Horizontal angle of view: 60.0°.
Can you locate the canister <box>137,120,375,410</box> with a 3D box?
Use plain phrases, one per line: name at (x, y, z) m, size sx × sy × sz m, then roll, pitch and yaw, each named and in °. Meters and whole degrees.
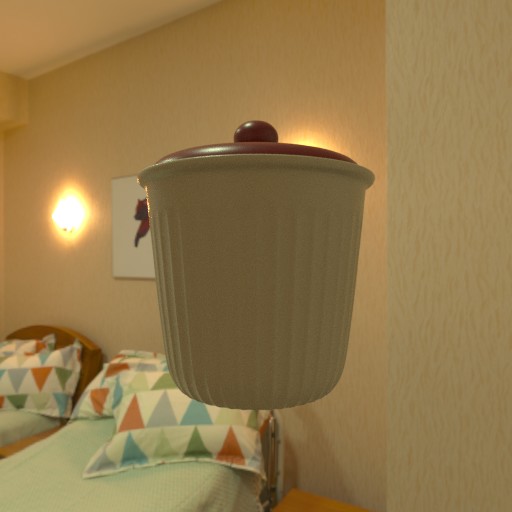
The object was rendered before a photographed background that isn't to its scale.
canister at (0.000, 0.000, 0.348) m, size 0.181 × 0.211 × 0.181 m, roll 0°, pitch 0°, yaw 0°
